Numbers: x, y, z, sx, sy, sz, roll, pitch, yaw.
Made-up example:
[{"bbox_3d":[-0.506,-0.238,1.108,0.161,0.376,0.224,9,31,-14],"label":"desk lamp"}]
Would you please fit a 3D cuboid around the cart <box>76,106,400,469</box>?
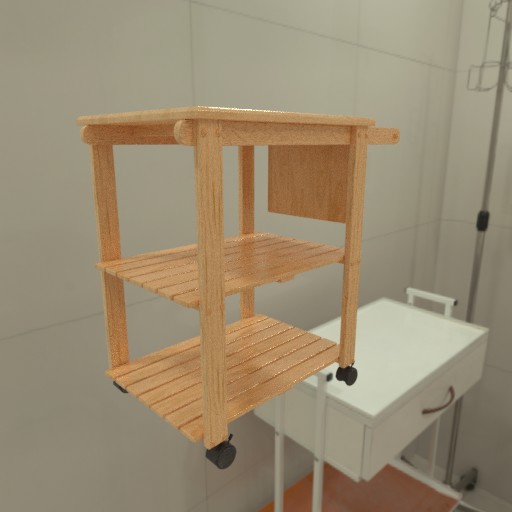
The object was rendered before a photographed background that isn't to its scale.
[{"bbox_3d":[0.000,0.000,1.358,0.843,0.816,0.520,-14,20,-43],"label":"cart"}]
